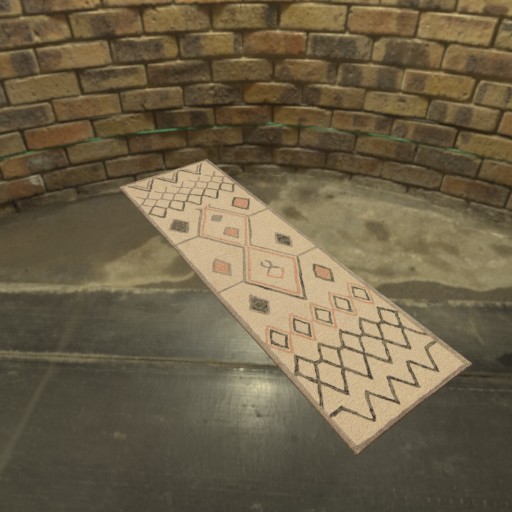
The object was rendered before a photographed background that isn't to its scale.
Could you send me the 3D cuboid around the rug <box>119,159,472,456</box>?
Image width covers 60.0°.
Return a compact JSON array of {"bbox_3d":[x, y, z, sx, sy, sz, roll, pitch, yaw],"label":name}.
[{"bbox_3d":[0.000,0.000,2.656,0.750,0.011,2.435,-24,46,-26],"label":"rug"}]
